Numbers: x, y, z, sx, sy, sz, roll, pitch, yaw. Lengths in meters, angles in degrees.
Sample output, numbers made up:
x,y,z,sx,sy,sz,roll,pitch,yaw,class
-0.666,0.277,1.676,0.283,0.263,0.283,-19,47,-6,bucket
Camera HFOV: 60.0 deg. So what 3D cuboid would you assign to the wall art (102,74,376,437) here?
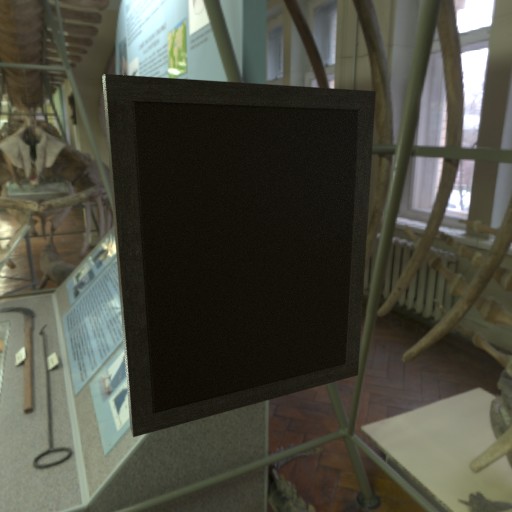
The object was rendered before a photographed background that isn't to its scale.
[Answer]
x,y,z,sx,sy,sz,roll,pitch,yaw,class
0.000,0.000,0.799,0.479,0.580,0.027,-7,16,-25,wall art
